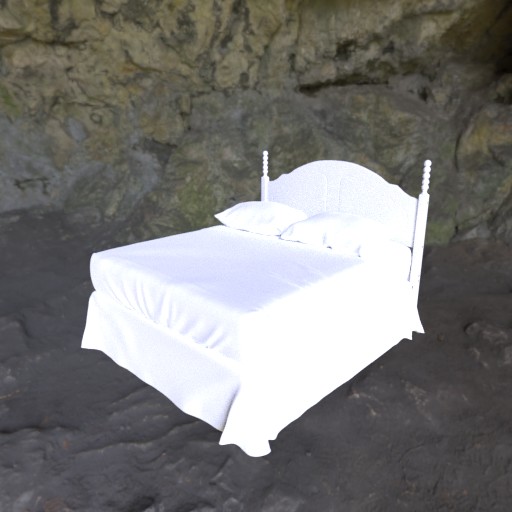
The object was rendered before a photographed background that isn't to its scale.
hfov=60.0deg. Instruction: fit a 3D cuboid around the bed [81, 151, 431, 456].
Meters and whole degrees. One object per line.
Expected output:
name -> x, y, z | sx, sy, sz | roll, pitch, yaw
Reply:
bed -> 0.000, 0.000, 3.257 | 1.873, 1.356, 2.040 | 15, 23, 41
